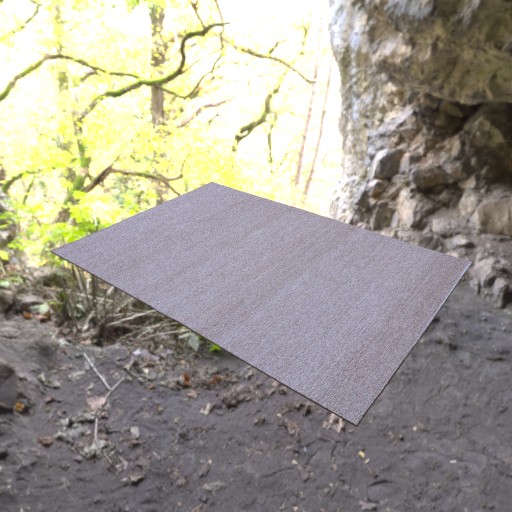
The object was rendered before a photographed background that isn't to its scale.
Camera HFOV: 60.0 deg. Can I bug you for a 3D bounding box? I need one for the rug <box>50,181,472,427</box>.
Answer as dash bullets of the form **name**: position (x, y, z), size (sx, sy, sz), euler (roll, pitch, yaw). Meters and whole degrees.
- **rug**: position (0.000, 0.000, 2.903), size (2.283, 0.030, 1.596), euler (22, 37, 32)
